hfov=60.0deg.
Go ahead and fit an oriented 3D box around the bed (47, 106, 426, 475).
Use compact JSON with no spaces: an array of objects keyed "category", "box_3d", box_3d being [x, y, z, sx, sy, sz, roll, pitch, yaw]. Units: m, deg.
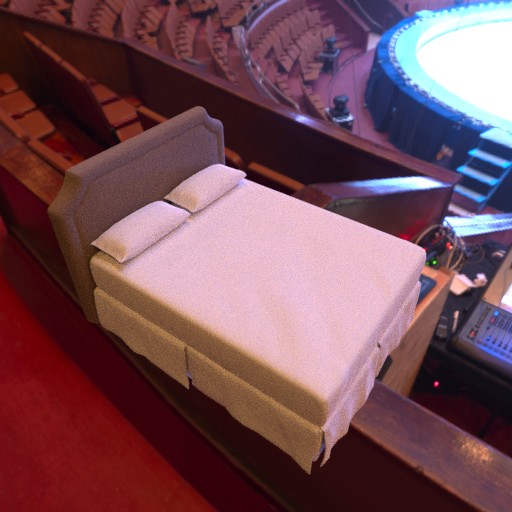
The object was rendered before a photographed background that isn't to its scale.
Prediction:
[{"category":"bed","box_3d":[0.000,0.000,3.165,2.116,1.290,1.693,25,47,26]}]
